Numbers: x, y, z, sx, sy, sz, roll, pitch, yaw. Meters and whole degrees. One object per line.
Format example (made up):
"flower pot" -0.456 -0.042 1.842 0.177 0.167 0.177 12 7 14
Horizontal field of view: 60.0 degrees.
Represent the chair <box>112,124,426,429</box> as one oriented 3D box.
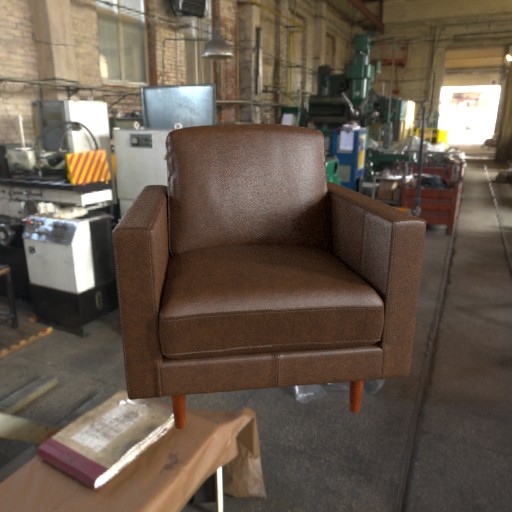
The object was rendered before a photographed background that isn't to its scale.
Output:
"chair" 0.000 0.000 1.675 0.890 0.956 0.909 -2 17 -8
